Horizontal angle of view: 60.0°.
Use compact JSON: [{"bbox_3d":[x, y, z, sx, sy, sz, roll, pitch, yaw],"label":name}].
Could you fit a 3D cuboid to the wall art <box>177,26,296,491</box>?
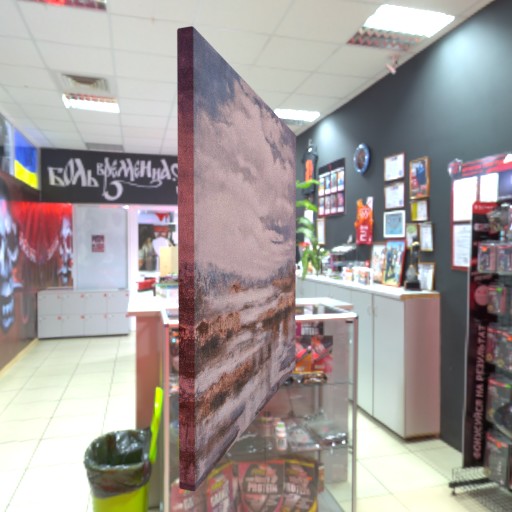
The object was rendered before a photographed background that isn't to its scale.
[{"bbox_3d":[0.000,0.000,1.453,0.040,1.020,1.010,1,2,18],"label":"wall art"}]
